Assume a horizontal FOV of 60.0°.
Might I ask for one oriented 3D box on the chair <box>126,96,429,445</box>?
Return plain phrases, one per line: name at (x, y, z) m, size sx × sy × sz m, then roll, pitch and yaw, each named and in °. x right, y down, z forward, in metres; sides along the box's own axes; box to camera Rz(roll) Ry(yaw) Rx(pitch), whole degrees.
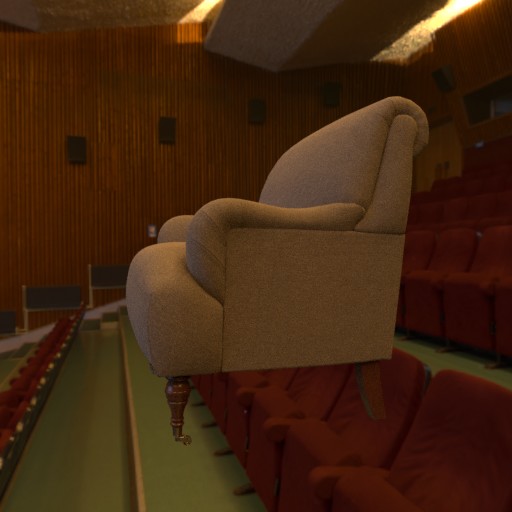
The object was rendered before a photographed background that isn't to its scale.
chair at (0.000, 0.000, 1.498) m, size 0.843 × 0.942 × 0.766 m, roll 0°, pitch 1°, yaw -19°
